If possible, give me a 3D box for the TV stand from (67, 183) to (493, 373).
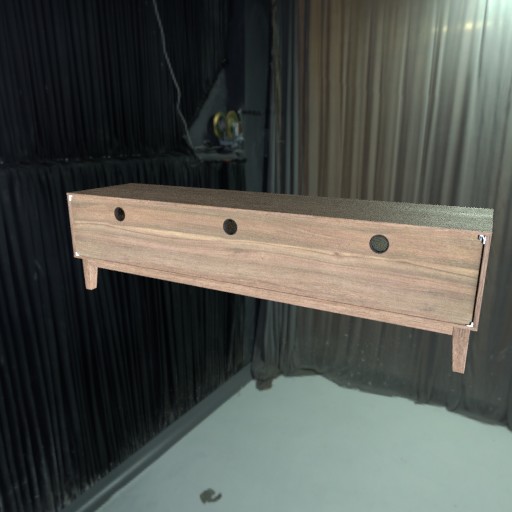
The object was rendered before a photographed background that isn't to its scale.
[{"bbox_3d":[0.000,0.000,1.616,1.482,0.409,0.366,8,18,27],"label":"TV stand"}]
